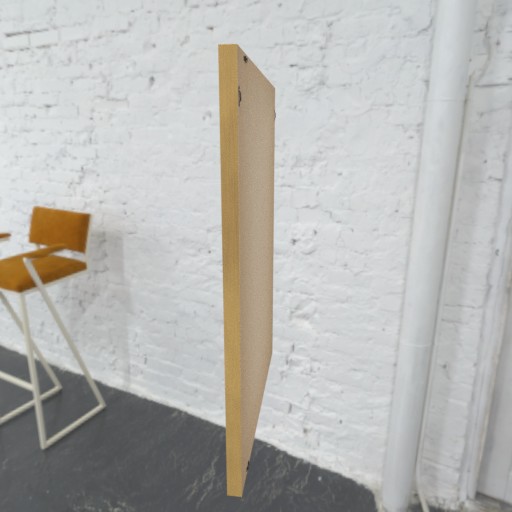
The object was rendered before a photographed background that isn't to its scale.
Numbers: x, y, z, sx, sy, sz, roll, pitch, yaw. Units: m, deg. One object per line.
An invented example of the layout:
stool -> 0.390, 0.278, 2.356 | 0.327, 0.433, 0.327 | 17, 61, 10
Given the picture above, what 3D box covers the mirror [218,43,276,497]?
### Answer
mirror -> 0.000, 0.000, 1.318 | 0.041, 1.016, 0.762 | 2, 15, 7
